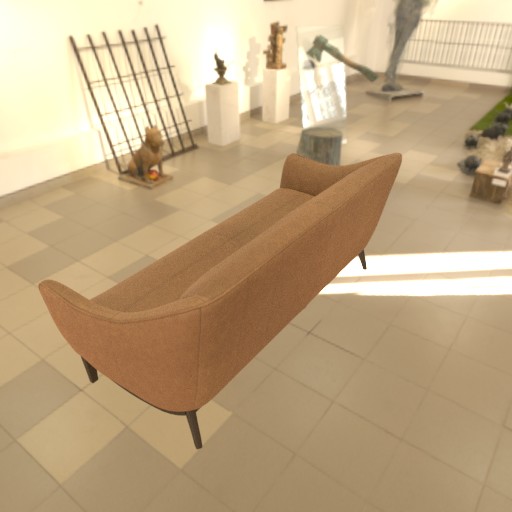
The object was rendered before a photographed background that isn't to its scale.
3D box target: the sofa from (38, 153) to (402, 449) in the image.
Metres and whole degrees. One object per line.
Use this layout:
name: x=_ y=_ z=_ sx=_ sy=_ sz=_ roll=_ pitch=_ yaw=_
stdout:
sofa: x=0.000 y=0.000 z=2.358 sx=0.869 sy=0.830 sz=1.928 roll=22 pitch=38 yaw=30
